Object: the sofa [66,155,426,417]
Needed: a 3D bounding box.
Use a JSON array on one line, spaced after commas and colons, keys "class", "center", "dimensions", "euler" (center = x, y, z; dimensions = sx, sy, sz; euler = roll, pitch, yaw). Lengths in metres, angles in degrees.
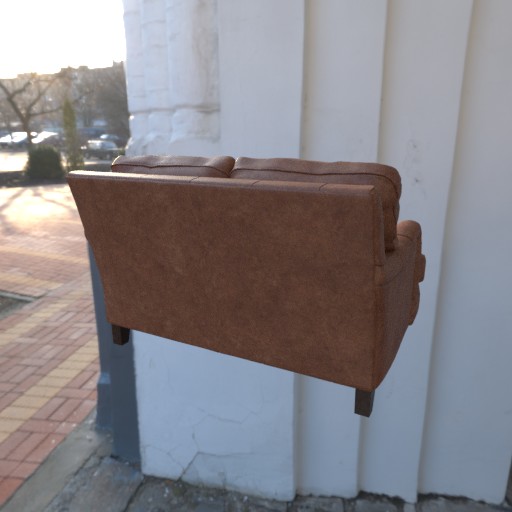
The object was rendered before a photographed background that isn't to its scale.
[{"class": "sofa", "center": [0.000, 0.000, 2.254], "dimensions": [1.527, 1.004, 1.077], "euler": [8, 17, 27]}]
